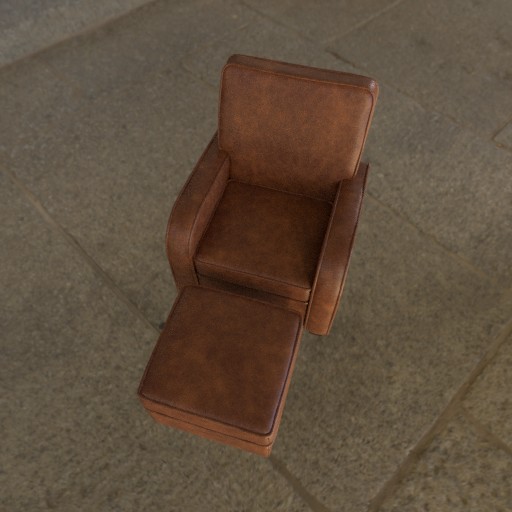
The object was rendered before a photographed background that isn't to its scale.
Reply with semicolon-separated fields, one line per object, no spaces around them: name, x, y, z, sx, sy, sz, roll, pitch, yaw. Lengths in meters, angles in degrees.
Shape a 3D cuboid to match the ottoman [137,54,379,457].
ottoman;0.000;0.000;1.788;0.732;0.904;1.314;14;58;9
